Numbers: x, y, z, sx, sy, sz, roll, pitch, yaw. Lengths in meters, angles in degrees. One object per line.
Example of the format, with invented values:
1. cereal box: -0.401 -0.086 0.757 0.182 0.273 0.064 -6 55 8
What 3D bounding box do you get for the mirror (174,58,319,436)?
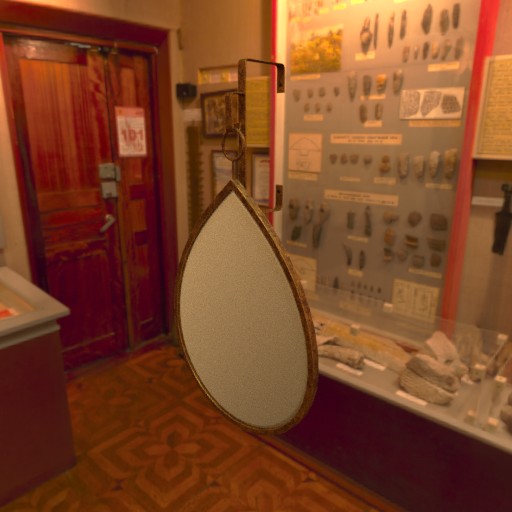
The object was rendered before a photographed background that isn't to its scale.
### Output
1. mirror: 0.000 0.000 0.914 0.405 0.744 0.144 15 22 41
